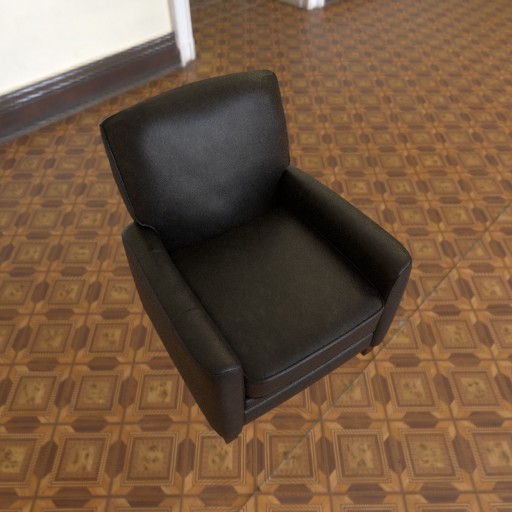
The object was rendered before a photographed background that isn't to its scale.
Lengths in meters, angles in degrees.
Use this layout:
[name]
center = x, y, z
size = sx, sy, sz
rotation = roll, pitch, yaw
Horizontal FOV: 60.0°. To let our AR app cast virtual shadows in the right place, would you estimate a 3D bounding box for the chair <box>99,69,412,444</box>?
[chair]
center = 0.000, 0.000, 1.659
size = 0.848, 1.014, 0.864
rotation = -26, 53, -21
